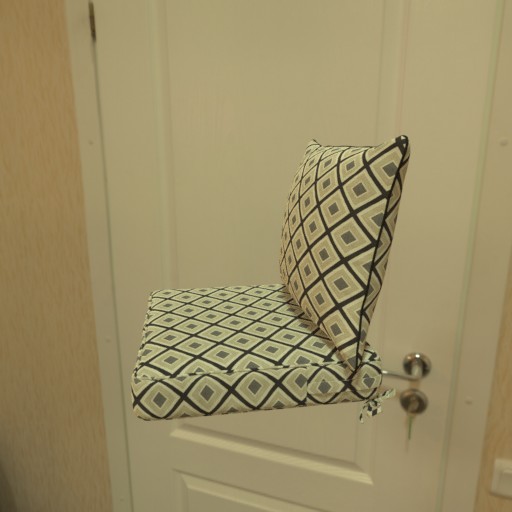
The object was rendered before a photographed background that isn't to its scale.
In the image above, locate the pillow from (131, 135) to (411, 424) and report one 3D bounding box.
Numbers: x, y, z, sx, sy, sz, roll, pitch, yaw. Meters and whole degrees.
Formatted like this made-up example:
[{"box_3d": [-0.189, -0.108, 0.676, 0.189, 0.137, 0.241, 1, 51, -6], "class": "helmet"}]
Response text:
[{"box_3d": [0.000, 0.000, 1.390, 0.733, 0.722, 0.798, -2, 15, -9], "class": "pillow"}]
